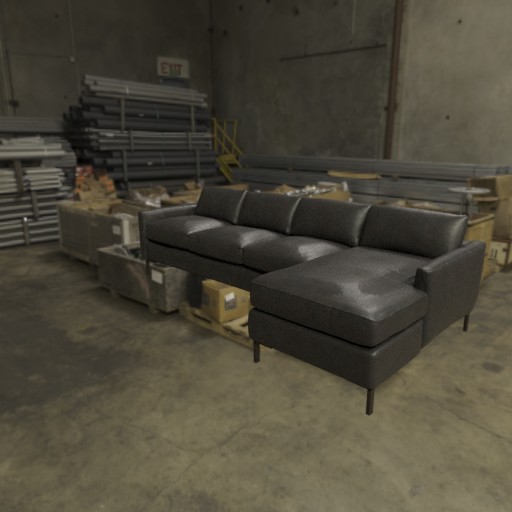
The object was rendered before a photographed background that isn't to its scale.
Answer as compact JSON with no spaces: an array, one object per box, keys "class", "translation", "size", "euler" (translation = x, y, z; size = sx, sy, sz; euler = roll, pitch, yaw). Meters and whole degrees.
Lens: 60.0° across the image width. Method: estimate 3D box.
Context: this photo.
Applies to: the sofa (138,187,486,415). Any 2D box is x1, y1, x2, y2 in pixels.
[{"class":"sofa","translation":[0.000,0.000,3.569],"size":[2.993,0.859,1.471],"euler":[14,20,42]}]
